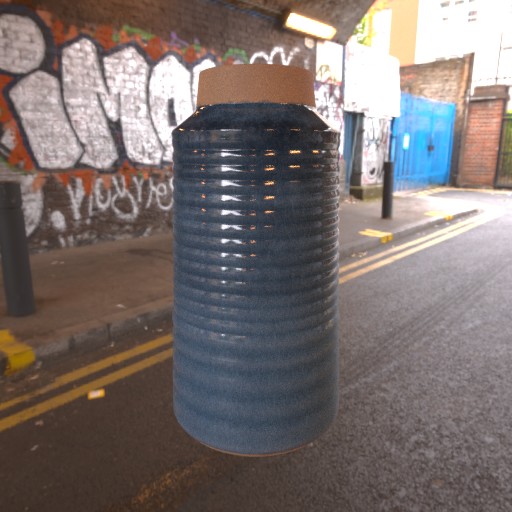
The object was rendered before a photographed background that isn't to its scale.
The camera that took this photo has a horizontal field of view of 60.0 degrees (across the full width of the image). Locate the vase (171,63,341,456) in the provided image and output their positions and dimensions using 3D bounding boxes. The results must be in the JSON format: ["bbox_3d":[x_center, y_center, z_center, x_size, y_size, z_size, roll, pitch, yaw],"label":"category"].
[{"bbox_3d":[0.000,0.000,0.411,0.163,0.316,0.163,0,13,0],"label":"vase"}]
